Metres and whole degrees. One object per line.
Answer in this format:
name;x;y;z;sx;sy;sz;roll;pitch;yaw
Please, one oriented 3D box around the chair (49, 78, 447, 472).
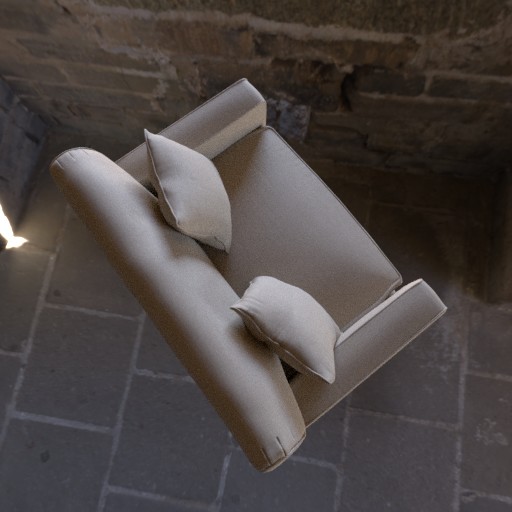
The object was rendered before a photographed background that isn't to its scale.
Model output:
chair;0.000;0.000;2.018;1.000;0.948;1.383;-37;78;-9
